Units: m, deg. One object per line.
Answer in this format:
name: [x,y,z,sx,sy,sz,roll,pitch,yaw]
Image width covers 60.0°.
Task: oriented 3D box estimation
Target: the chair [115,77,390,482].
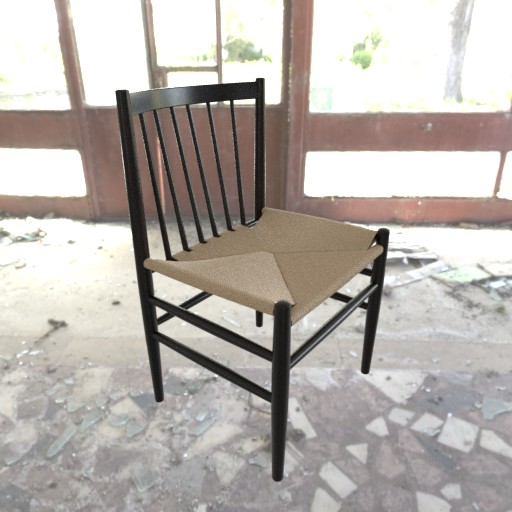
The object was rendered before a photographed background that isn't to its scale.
chair: [0.000,0.000,1.136,0.516,0.818,0.495,18,31,34]
